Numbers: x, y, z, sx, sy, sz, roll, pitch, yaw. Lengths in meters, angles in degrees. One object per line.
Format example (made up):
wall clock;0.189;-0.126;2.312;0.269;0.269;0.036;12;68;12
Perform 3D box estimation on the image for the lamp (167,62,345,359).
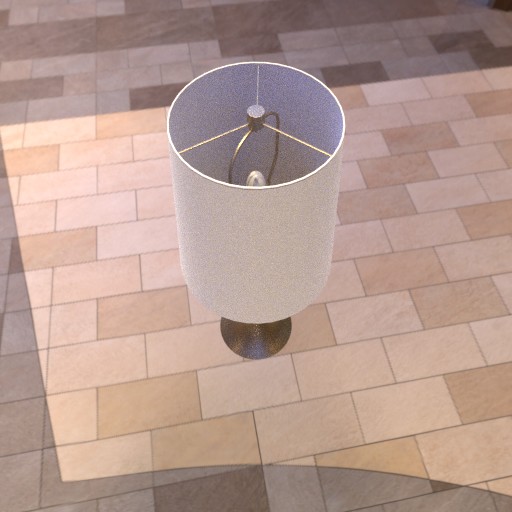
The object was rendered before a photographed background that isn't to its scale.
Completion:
lamp;0.000;0.000;0.686;0.231;0.569;0.231;0;60;0
